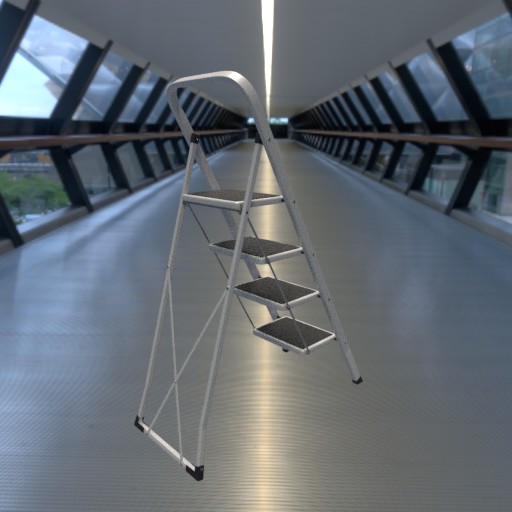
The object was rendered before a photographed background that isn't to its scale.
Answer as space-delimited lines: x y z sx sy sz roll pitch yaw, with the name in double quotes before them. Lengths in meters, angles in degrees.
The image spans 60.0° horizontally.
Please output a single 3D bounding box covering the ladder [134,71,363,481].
"ladder" 0.000 0.000 1.711 0.914 1.265 0.460 -14 20 -42
